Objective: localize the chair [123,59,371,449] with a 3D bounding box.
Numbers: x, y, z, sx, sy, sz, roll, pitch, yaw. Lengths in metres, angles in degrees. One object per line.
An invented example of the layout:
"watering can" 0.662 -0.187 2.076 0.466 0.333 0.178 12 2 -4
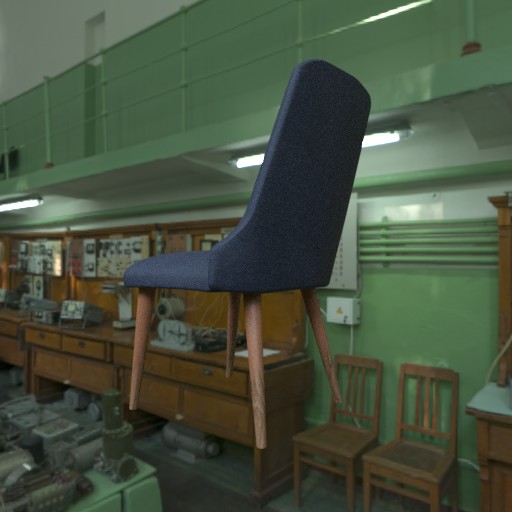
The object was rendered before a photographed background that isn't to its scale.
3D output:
"chair" 0.000 0.000 1.176 0.567 0.820 0.504 0 0 37
